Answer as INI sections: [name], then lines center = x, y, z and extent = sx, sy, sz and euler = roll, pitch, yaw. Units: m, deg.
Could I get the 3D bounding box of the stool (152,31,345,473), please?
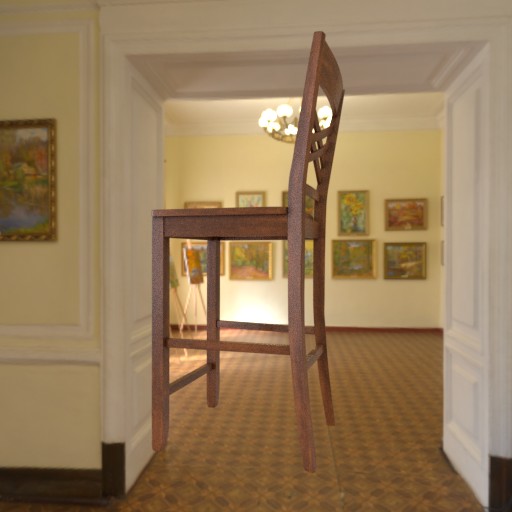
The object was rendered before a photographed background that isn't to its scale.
[stool]
center = 0.000, 0.000, 1.350
extent = 0.504, 1.098, 0.426
euler = 0, 0, 18
